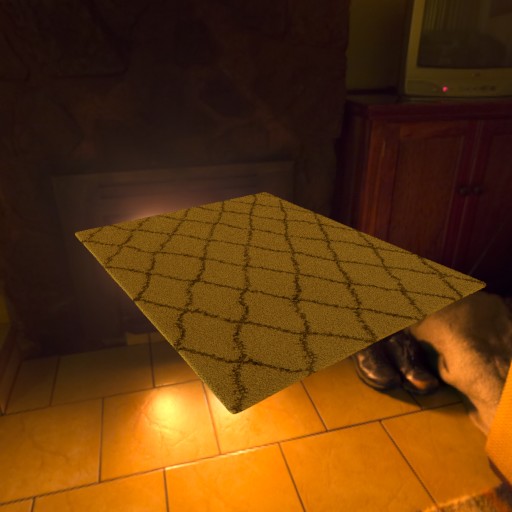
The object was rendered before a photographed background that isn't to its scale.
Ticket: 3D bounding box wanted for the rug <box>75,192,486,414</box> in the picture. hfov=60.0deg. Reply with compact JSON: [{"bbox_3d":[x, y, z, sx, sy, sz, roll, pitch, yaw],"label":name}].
[{"bbox_3d":[0.000,0.000,4.075,2.438,0.029,3.047,-17,30,-31],"label":"rug"}]
